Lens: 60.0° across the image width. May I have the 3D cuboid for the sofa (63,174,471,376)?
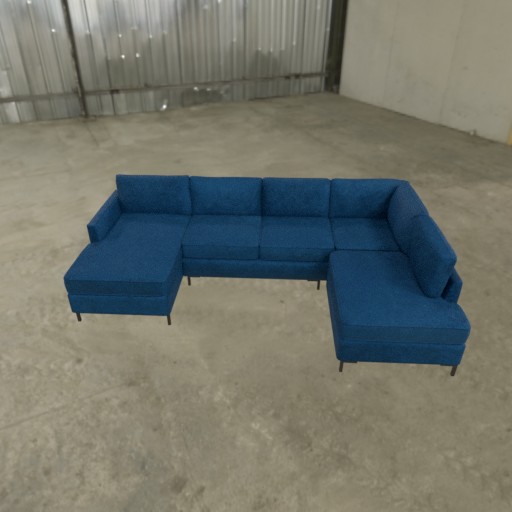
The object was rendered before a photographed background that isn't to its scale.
[{"bbox_3d":[0.000,0.000,4.323,3.434,0.992,2.055,2,32,3],"label":"sofa"}]
